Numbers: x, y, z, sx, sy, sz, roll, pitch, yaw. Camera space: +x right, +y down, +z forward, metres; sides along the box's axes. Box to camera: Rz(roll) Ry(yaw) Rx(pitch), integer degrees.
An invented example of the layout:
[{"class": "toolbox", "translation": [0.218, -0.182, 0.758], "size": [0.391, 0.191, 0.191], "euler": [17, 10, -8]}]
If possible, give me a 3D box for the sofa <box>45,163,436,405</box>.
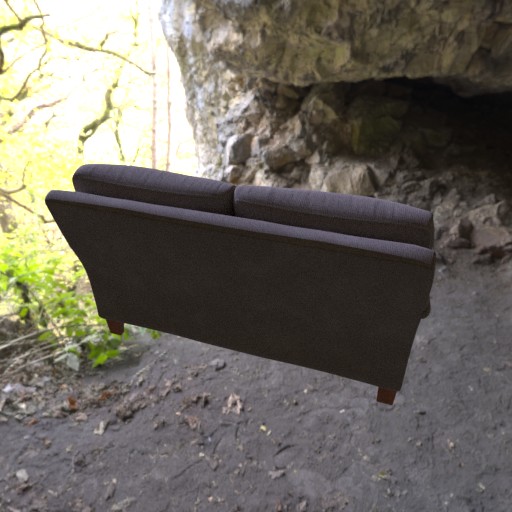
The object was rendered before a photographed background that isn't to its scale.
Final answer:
[{"class": "sofa", "translation": [0.000, 0.000, 2.523], "size": [1.853, 1.101, 1.084], "euler": [10, 33, 16]}]
